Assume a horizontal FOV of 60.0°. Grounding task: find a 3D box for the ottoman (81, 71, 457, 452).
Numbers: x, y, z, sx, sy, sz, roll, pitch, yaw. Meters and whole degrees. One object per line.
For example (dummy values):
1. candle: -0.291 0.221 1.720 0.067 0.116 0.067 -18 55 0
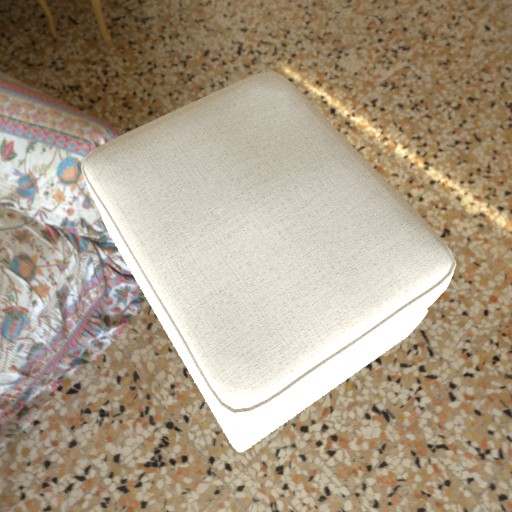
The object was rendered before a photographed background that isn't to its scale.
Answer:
1. ottoman: 0.000 0.000 1.149 0.589 0.537 0.738 -30 67 -14
